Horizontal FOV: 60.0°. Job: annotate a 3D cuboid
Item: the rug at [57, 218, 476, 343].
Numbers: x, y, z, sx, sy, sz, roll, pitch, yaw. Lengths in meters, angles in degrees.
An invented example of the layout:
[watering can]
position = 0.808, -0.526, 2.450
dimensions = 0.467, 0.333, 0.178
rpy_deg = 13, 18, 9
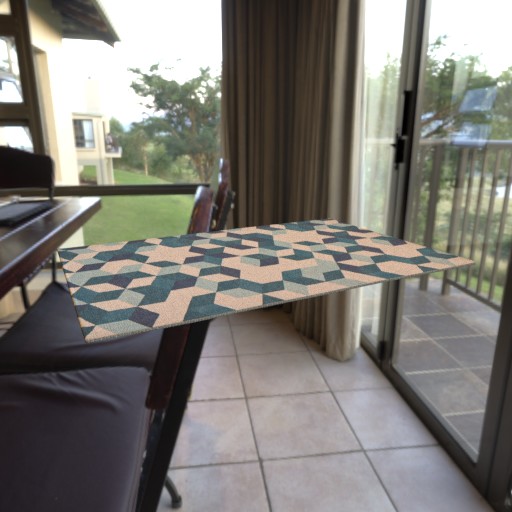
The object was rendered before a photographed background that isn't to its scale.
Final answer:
[rug]
position = 0.000, 0.000, 2.311
dimensions = 1.829, 0.014, 1.235
rpy_deg = -8, 18, -26
